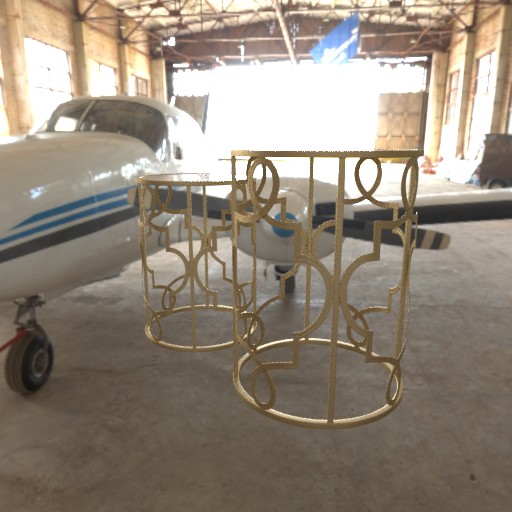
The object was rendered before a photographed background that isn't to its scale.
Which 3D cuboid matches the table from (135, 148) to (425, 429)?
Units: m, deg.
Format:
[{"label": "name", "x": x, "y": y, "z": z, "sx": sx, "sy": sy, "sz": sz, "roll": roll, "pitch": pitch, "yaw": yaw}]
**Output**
[{"label": "table", "x": 0.000, "y": 0.000, "z": 1.201, "sx": 0.846, "sy": 0.564, "sz": 0.420, "roll": 13, "pitch": 19, "yaw": 43}]
